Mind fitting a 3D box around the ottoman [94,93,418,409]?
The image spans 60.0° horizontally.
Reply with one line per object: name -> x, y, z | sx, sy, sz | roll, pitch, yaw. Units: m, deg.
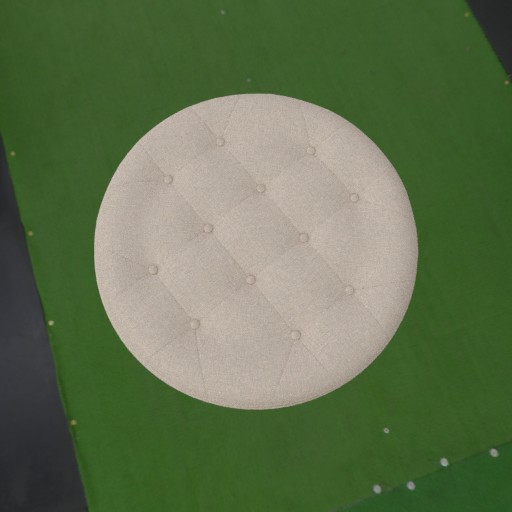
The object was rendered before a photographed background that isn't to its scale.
ottoman -> 0.000, 0.000, 1.331 | 0.848, 0.494, 0.848 | 0, 76, 0
